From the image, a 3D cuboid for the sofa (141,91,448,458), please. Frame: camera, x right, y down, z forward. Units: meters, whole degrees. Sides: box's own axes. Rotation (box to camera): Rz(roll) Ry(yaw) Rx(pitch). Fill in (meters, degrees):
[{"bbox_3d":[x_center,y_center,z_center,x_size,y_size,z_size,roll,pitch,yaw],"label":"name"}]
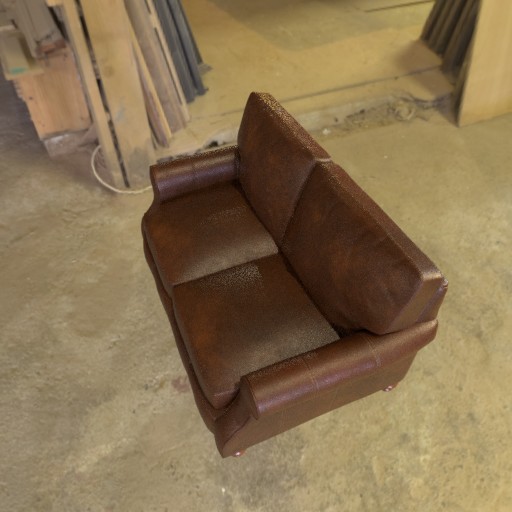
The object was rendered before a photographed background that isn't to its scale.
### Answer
[{"bbox_3d":[0.000,0.000,2.206,0.990,0.976,1.616,-17,48,-16],"label":"sofa"}]
